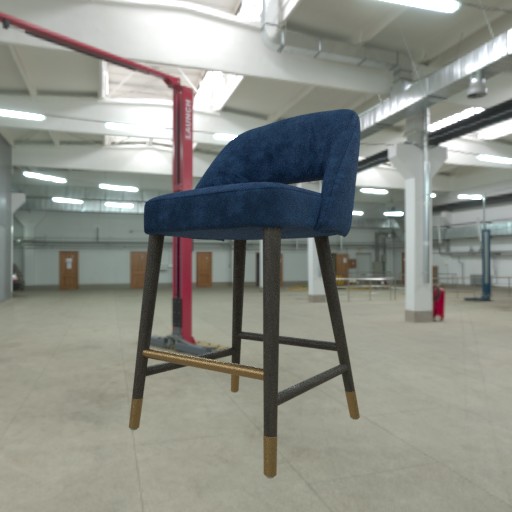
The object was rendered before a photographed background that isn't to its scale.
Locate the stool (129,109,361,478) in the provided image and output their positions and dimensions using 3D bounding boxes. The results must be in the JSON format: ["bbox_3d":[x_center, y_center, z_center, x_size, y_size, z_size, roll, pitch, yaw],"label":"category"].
[{"bbox_3d":[0.000,0.000,1.257,0.536,0.925,0.524,-1,-1,36],"label":"stool"}]
